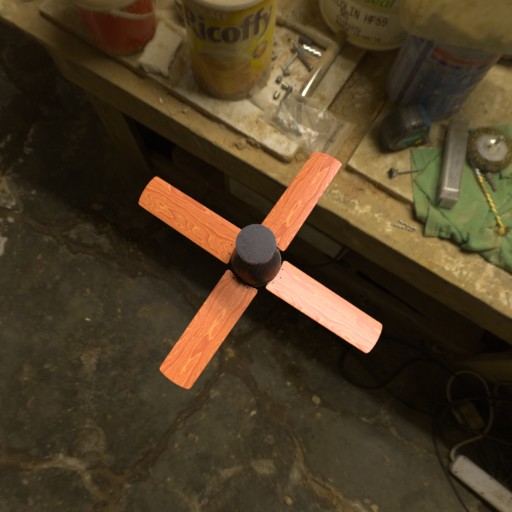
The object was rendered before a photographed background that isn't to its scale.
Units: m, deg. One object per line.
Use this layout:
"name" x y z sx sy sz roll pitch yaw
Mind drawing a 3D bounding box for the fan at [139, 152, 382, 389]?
"fan" 0.000 0.000 2.020 1.332 0.403 1.332 33 78 8
